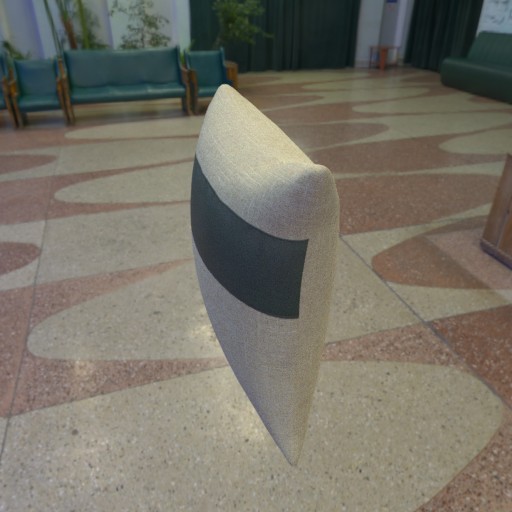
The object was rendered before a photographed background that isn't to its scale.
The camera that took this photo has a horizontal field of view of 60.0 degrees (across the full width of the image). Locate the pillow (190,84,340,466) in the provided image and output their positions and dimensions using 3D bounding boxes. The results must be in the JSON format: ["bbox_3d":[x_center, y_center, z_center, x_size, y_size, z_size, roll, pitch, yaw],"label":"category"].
[{"bbox_3d":[0.000,0.000,0.631,0.173,0.399,0.414,-7,31,-12],"label":"pillow"}]
